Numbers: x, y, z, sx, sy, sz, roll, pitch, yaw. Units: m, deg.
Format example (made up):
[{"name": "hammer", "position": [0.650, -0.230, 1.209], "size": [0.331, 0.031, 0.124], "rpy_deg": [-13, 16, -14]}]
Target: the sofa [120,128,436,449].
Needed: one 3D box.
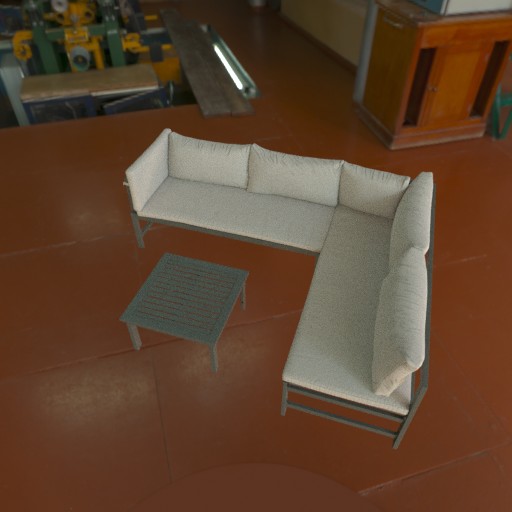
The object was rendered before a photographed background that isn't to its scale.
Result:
[{"name": "sofa", "position": [0.000, 0.000, 2.906], "size": [2.096, 0.758, 1.658], "rpy_deg": [12, 45, 13]}]
